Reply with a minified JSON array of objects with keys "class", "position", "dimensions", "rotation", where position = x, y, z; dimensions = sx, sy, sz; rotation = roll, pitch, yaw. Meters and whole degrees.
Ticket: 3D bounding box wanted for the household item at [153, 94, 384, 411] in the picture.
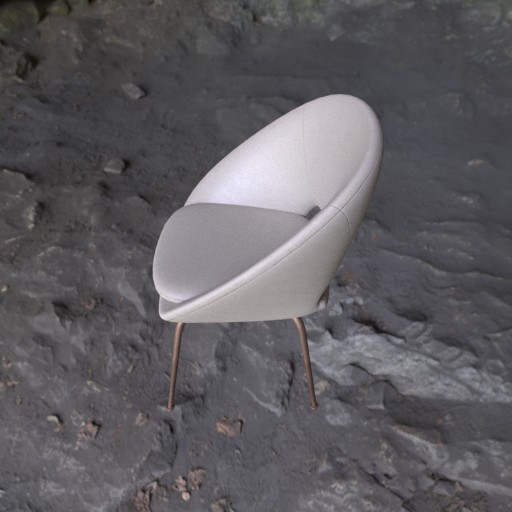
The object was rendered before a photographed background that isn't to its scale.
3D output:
[{"class":"household item","position":[0.000,0.000,1.281],"dimensions":[0.573,0.852,0.623],"rotation":[0,40,-1]}]
